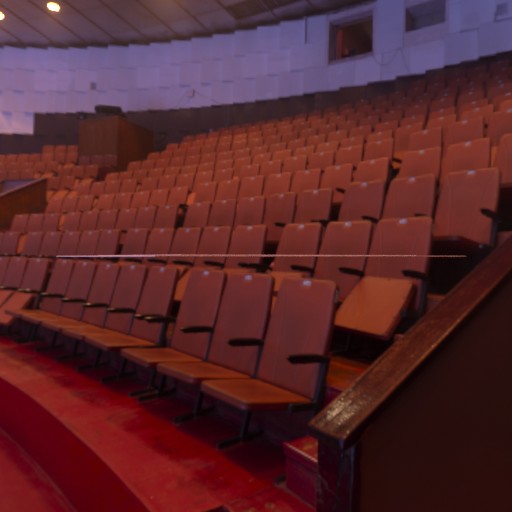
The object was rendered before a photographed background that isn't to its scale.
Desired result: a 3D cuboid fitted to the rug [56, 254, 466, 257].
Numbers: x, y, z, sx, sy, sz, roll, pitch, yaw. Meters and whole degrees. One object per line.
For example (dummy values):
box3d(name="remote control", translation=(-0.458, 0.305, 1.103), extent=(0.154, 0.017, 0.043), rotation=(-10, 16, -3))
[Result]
box3d(name="rug", translation=(0.000, 0.000, 4.218), extent=(3.048, 0.014, 2.438), rotation=(0, 0, -35))
